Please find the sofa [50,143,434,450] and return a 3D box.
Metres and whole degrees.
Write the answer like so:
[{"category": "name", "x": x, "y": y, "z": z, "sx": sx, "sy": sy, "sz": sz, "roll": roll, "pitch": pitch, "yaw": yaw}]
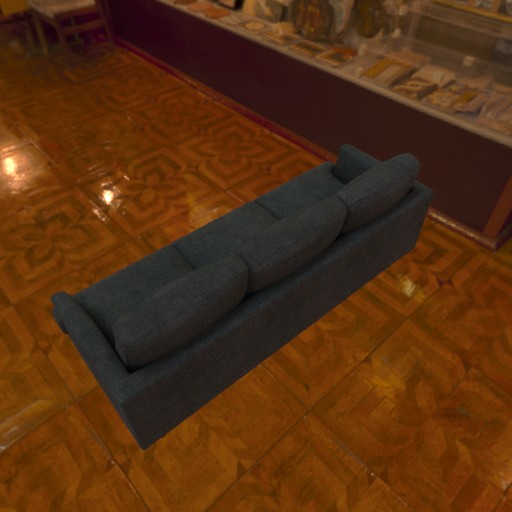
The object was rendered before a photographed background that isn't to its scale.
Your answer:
[{"category": "sofa", "x": 0.000, "y": 0.000, "z": 2.698, "sx": 2.246, "sy": 0.930, "sz": 0.903, "roll": -31, "pitch": 53, "yaw": -27}]
